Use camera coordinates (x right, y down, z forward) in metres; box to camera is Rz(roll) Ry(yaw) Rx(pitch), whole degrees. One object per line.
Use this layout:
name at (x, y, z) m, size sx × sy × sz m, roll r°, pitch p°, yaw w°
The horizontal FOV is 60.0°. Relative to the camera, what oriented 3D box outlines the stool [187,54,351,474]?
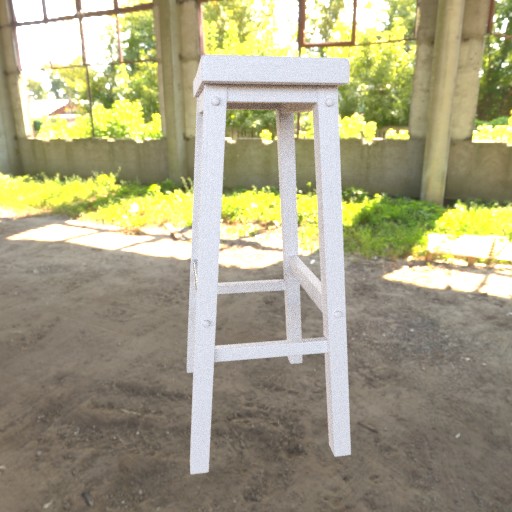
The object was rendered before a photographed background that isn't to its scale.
stool at (0.000, 0.000, 0.962) m, size 0.322 × 0.742 × 0.406 m, roll -3°, pitch 16°, yaw -9°
